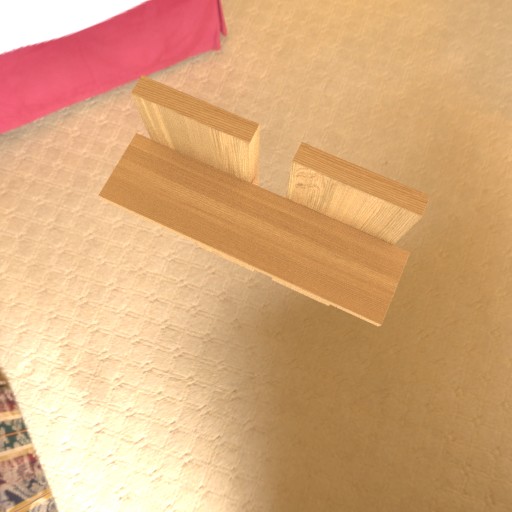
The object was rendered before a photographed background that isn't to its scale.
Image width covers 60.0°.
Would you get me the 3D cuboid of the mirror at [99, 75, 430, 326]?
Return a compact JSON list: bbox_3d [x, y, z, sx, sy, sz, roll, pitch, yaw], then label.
[{"bbox_3d":[0.000,0.000,1.563,0.800,1.250,0.260,24,76,6],"label":"mirror"}]
